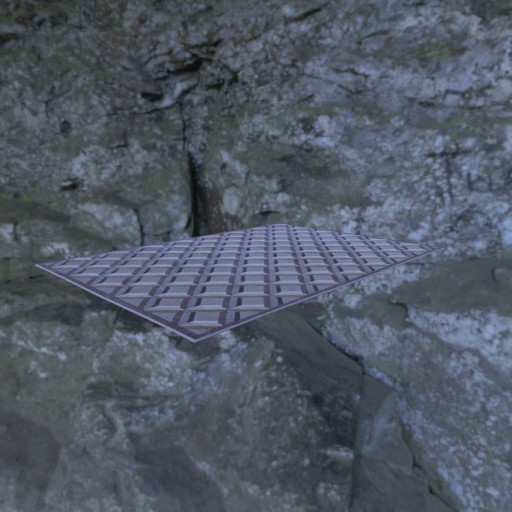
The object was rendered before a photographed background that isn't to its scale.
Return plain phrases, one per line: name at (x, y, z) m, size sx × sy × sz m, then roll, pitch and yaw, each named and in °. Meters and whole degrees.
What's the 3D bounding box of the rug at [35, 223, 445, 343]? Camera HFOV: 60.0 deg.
rug at (0.000, 0.000, 2.959) m, size 1.600 × 0.013 × 2.260 m, roll 13°, pitch 19°, yaw 43°
